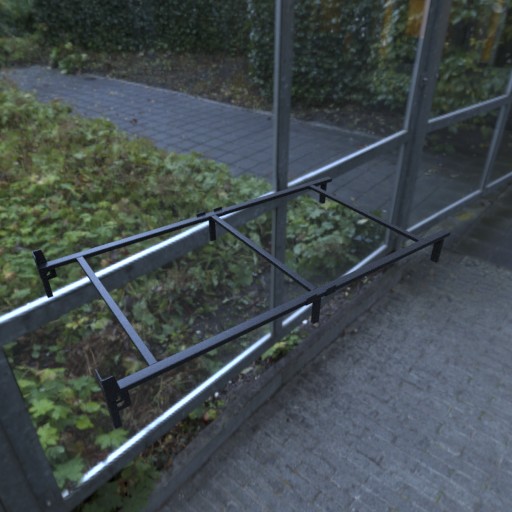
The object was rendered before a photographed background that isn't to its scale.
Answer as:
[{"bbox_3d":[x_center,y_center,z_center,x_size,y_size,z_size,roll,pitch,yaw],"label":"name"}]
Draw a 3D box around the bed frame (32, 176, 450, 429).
[{"bbox_3d":[0.000,0.000,2.279,1.897,0.248,0.968,-21,38,-29],"label":"bed frame"}]
